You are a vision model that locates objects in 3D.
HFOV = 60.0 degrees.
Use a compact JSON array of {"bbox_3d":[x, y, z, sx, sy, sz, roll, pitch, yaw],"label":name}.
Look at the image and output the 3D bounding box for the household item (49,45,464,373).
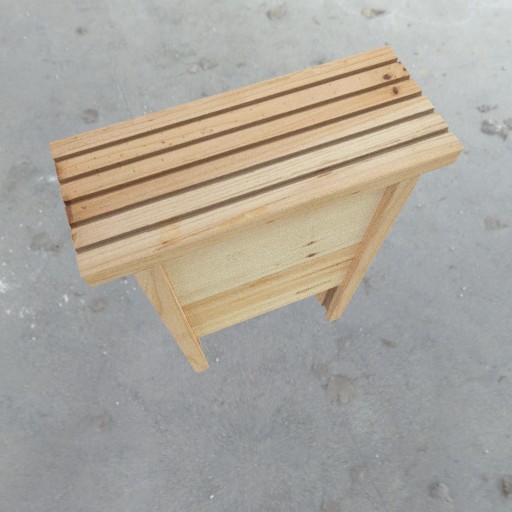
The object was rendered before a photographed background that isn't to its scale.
[{"bbox_3d":[0.000,0.000,0.530,0.301,0.407,0.123,-19,66,-9],"label":"household item"}]
